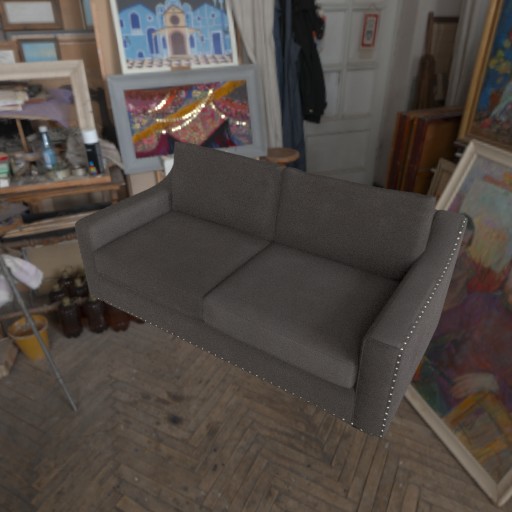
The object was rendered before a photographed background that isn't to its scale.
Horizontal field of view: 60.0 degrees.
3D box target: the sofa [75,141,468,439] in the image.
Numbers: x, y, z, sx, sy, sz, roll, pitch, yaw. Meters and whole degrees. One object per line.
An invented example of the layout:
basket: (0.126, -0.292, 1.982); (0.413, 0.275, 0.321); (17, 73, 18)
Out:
sofa: (0.000, 0.000, 3.309); (2.550, 1.196, 1.336); (19, 36, 28)
